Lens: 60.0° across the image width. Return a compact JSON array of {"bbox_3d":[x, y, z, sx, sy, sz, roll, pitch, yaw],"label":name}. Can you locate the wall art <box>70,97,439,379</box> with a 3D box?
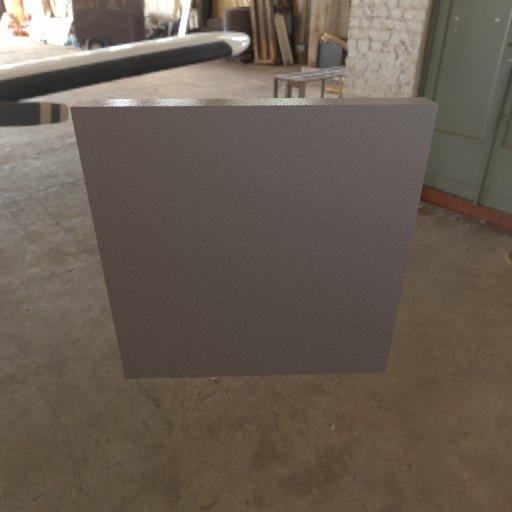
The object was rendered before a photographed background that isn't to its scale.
[{"bbox_3d":[0.000,0.000,0.523,0.350,0.350,0.038,-1,30,-2],"label":"wall art"}]
